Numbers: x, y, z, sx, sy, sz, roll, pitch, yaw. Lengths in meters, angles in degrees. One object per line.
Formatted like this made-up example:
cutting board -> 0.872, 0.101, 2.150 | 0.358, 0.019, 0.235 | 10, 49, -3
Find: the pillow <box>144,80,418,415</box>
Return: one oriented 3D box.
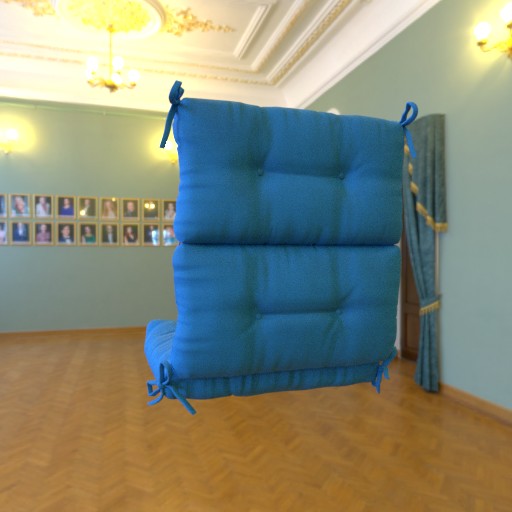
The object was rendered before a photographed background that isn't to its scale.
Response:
pillow -> 0.000, 0.000, 1.042 | 0.519, 0.605, 0.571 | 0, 0, -18
